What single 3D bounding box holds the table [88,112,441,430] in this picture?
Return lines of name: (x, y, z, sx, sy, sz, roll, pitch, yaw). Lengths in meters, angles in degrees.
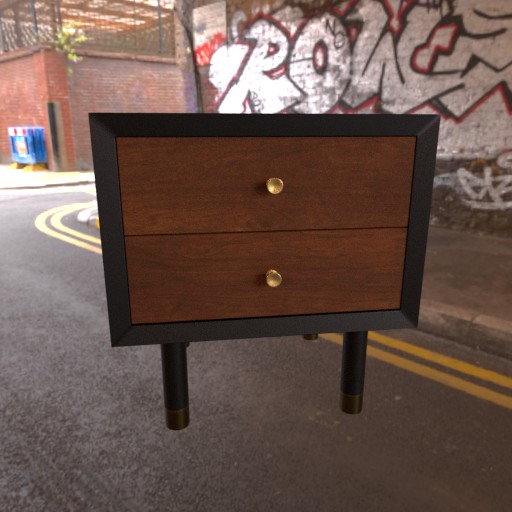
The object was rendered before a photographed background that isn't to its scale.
table: (0.000, 0.000, 0.972, 0.564, 0.584, 0.441, -2, 16, -8)
